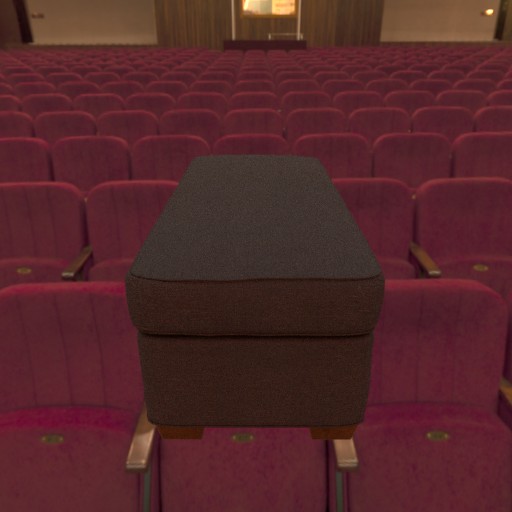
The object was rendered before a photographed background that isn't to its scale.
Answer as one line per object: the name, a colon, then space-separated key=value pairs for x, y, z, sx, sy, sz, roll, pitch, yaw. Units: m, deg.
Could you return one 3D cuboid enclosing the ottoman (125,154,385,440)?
ottoman: x=0.000 y=0.000 z=1.406 sx=0.515 sy=0.460 sz=1.110 roll=0 pitch=25 yaw=0
